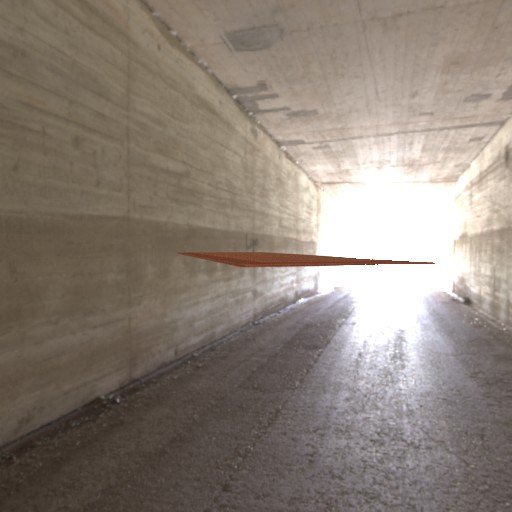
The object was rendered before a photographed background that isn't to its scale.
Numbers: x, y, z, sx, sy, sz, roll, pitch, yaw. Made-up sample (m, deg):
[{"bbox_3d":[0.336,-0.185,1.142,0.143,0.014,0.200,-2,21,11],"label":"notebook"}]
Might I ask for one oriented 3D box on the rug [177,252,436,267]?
[{"bbox_3d":[0.000,0.000,2.734,0.914,0.013,2.471,0,1,-19],"label":"rug"}]
